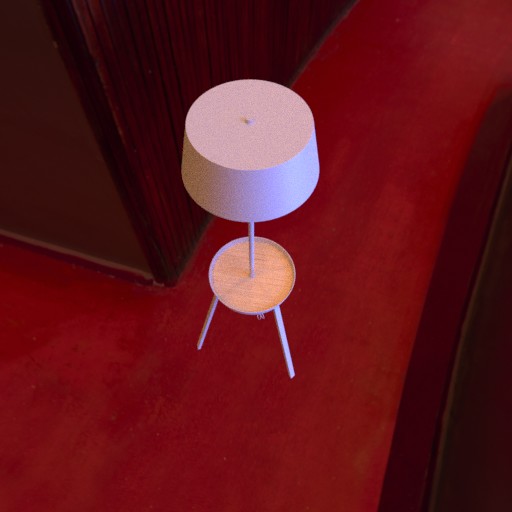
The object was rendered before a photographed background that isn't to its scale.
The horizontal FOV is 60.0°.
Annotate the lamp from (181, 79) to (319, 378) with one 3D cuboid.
[{"bbox_3d":[0.000,0.000,1.674,0.508,1.429,0.468,15,60,9],"label":"lamp"}]
